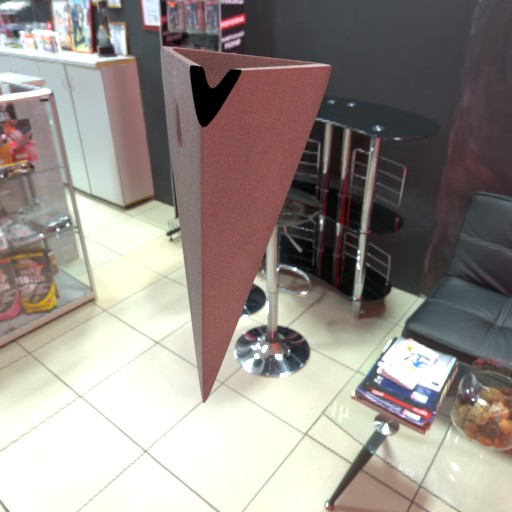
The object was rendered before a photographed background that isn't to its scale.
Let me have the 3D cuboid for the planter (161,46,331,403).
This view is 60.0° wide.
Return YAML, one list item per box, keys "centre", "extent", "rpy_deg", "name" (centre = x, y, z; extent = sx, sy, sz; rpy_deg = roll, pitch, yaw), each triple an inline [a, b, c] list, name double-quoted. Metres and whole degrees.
- centre: [0.000, 0.000, 0.155]
  extent: [0.047, 0.130, 0.058]
  rpy_deg: [-10, 32, -16]
  name: "planter"
